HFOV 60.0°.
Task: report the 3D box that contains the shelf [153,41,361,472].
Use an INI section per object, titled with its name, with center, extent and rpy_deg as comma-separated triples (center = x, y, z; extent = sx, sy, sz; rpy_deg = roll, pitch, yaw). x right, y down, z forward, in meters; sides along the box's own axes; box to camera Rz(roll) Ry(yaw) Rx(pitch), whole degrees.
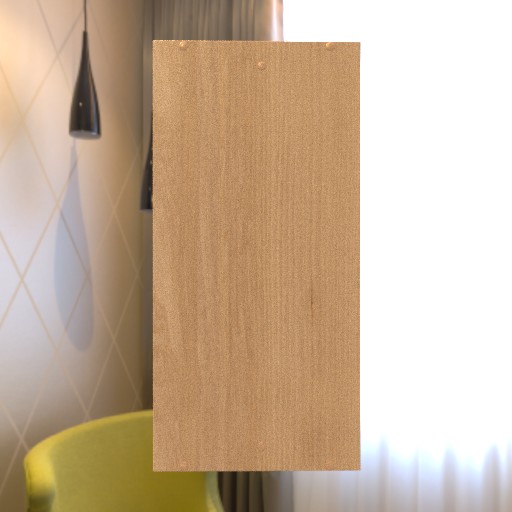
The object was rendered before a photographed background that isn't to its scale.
[shelf]
center = 0.000, 0.000, 0.792
extent = 0.290, 0.600, 0.350
rpy_deg = 0, 0, -1
